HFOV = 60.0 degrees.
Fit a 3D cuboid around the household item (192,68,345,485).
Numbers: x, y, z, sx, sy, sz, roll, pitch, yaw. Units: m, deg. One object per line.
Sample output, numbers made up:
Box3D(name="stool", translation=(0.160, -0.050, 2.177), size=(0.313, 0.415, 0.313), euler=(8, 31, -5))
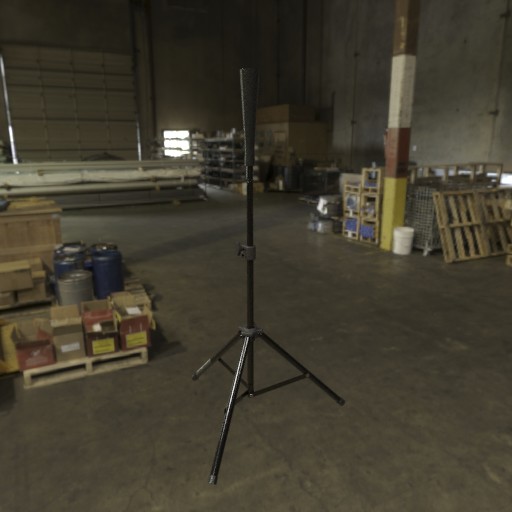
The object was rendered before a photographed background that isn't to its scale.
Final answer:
Box3D(name="household item", translation=(0.000, 0.000, 1.385), size=(0.559, 1.067, 0.559), euler=(-7, 16, -26))
